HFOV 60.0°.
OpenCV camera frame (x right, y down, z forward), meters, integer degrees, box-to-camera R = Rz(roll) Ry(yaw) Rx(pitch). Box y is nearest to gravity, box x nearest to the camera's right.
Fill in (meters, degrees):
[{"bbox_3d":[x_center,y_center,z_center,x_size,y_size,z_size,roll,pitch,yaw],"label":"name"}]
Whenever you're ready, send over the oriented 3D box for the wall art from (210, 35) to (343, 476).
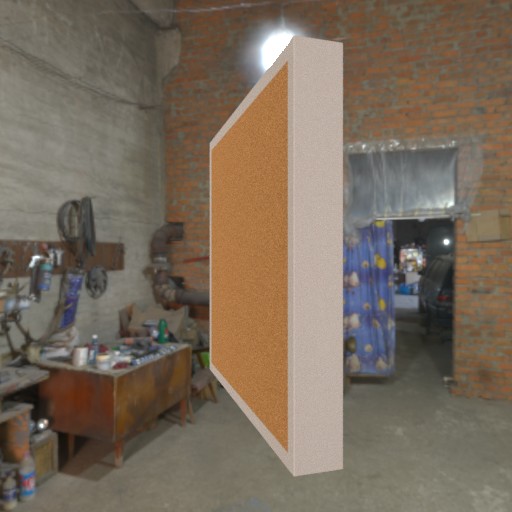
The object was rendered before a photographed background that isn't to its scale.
[{"bbox_3d":[0.000,0.000,0.457,0.038,0.305,0.305,0,0,-17],"label":"wall art"}]
